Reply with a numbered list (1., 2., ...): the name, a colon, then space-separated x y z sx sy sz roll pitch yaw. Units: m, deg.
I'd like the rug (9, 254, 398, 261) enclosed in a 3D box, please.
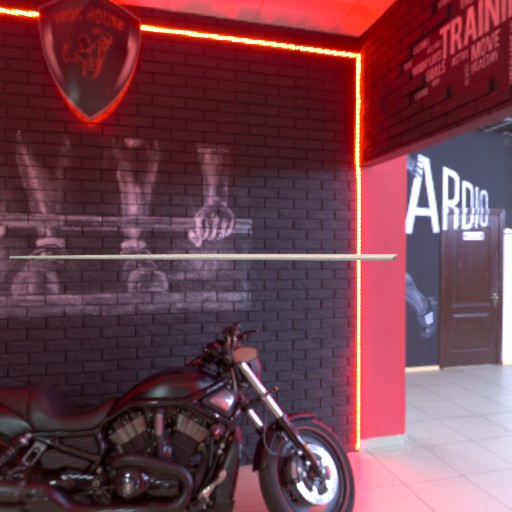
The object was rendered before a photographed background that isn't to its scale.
1. rug: 0.000 0.000 3.774 2.288 0.018 2.895 0 1 18
